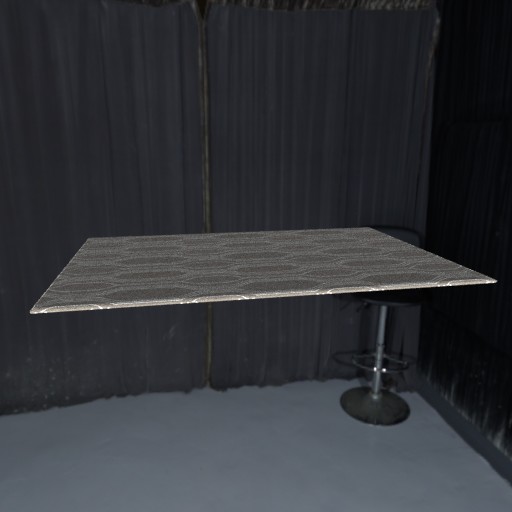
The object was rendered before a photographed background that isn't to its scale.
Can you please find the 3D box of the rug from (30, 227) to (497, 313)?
[{"bbox_3d":[0.000,0.000,2.285,1.836,0.012,1.239,-3,15,-11],"label":"rug"}]
